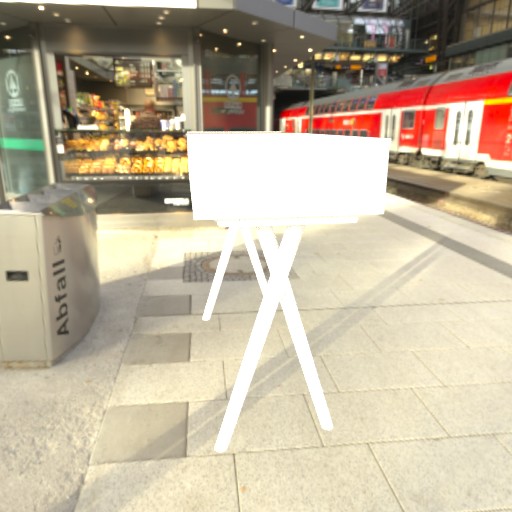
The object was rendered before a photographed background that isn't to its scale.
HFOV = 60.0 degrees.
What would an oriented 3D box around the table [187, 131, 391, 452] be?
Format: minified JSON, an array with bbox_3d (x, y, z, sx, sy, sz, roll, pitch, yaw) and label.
[{"bbox_3d":[0.000,0.000,1.478,0.418,0.785,1.066,-3,17,-8],"label":"table"}]
